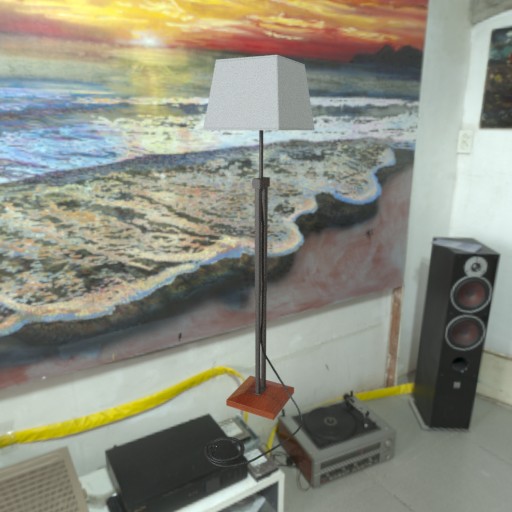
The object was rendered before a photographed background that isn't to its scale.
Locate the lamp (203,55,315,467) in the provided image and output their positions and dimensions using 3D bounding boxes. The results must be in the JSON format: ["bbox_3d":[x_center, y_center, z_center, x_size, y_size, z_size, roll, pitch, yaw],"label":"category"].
[{"bbox_3d":[0.000,0.000,2.007,0.472,1.712,0.745,8,18,26],"label":"lamp"}]
